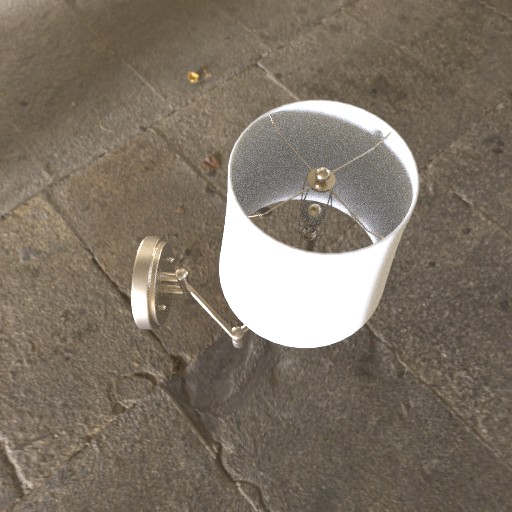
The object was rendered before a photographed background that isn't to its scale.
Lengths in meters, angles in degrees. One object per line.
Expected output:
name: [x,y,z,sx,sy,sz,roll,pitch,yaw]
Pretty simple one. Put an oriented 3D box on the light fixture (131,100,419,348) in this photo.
light fixture: [0.000,0.000,0.583,0.348,0.381,0.223,4,64,2]
